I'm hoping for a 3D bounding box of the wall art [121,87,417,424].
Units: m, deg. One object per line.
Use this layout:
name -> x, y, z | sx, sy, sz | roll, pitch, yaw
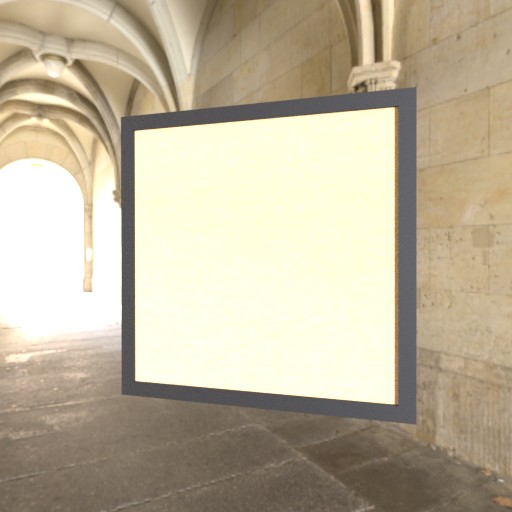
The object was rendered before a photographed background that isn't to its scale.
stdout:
wall art -> 0.000, 0.000, 0.523 | 0.356, 0.356, 0.013 | 0, 0, 17
